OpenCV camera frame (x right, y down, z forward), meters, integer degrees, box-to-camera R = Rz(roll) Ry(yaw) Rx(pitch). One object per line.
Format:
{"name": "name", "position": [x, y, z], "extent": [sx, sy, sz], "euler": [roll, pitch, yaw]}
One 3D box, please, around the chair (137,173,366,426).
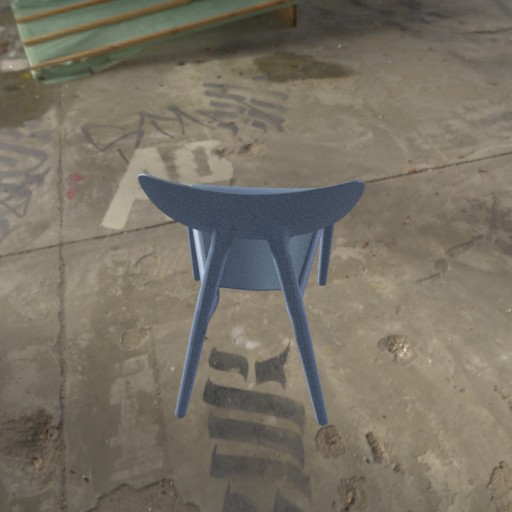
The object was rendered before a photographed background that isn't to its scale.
{"name": "chair", "position": [0.000, 0.000, 0.848], "extent": [0.356, 0.580, 0.401], "euler": [2, 46, 2]}
